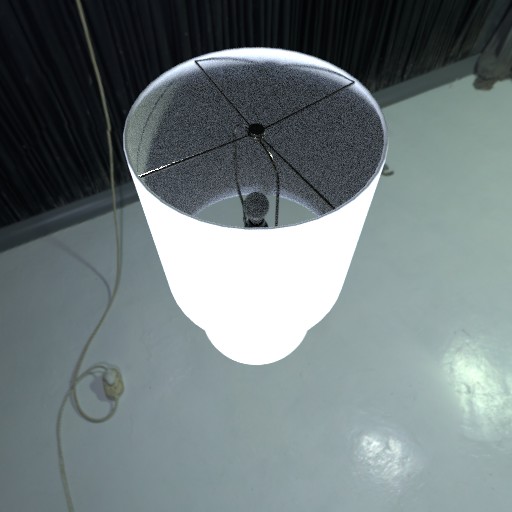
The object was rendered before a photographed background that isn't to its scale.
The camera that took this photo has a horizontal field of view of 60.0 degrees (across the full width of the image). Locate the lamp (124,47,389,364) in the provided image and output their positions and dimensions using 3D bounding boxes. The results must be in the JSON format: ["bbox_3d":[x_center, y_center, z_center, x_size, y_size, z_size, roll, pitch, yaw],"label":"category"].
[{"bbox_3d":[0.000,0.000,0.536,0.217,0.404,0.217,-29,62,-17],"label":"lamp"}]
